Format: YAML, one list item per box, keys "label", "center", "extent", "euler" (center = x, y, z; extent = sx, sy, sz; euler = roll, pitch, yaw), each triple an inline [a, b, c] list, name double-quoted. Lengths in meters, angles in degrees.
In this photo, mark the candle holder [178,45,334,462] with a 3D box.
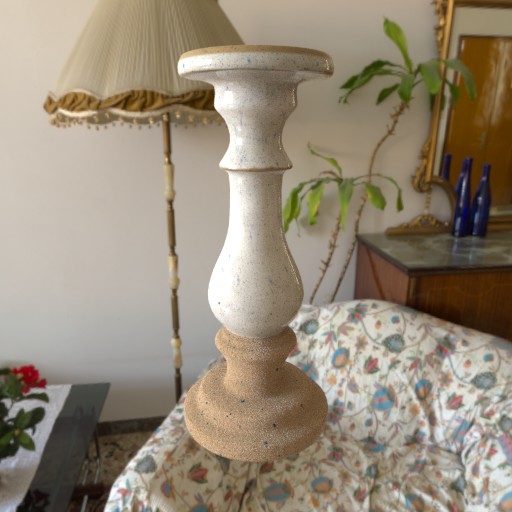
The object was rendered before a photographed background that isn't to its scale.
- label: "candle holder"
  center: [0.000, 0.000, 0.246]
  extent: [0.088, 0.203, 0.088]
  euler: [0, 17, 0]
